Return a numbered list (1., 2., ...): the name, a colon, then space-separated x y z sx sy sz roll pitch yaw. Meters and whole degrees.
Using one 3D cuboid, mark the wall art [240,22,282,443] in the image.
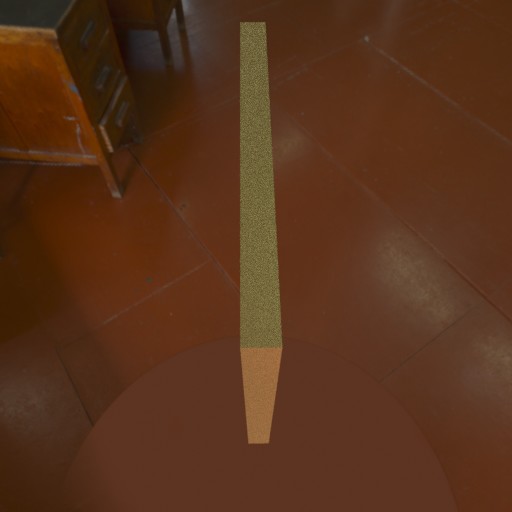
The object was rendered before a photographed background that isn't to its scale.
1. wall art: 0.000 0.000 1.884 0.095 1.284 1.284 -1 58 -1
